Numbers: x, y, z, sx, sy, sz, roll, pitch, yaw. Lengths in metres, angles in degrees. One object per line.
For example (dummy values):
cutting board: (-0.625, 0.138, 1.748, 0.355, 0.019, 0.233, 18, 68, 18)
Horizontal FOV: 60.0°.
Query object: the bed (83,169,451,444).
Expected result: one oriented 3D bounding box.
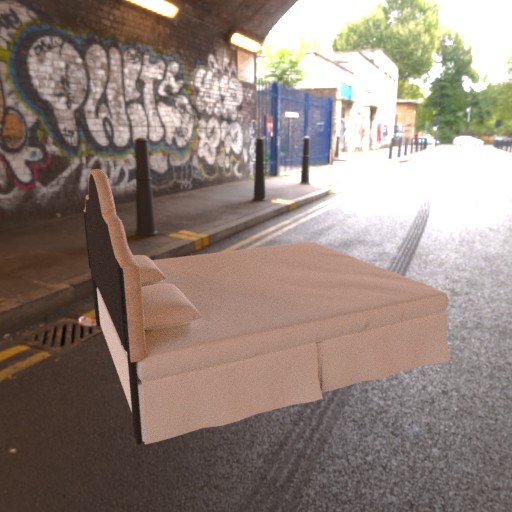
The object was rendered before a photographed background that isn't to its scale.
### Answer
bed: (0.000, 0.000, 2.940, 1.970, 1.194, 1.667, -7, 17, -25)
